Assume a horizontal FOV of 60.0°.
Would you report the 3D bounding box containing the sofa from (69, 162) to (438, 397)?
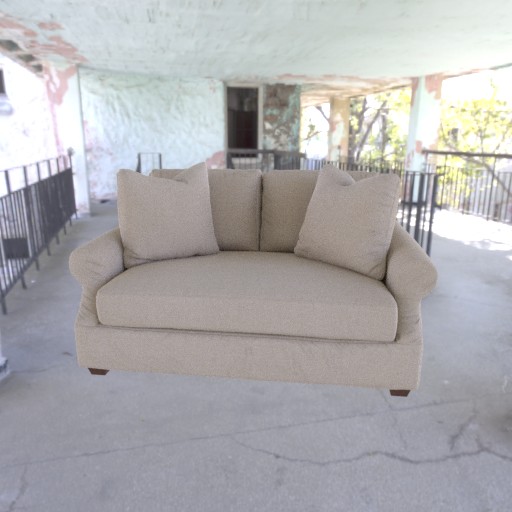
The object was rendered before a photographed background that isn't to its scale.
[{"bbox_3d":[0.000,0.000,2.210,1.550,0.905,1.070,2,15,7],"label":"sofa"}]
